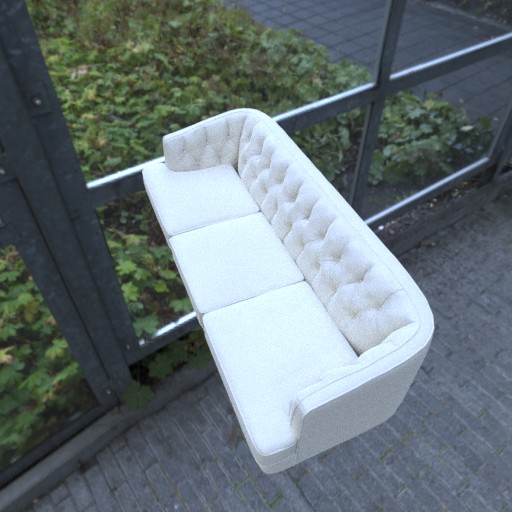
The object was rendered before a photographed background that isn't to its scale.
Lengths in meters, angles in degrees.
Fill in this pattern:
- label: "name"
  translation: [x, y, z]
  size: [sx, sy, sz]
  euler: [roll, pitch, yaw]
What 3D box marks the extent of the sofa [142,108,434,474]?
- label: "sofa"
  translation: [0.000, 0.000, 2.728]
  size: [0.941, 0.855, 2.278]
  euler: [-17, 49, -16]
